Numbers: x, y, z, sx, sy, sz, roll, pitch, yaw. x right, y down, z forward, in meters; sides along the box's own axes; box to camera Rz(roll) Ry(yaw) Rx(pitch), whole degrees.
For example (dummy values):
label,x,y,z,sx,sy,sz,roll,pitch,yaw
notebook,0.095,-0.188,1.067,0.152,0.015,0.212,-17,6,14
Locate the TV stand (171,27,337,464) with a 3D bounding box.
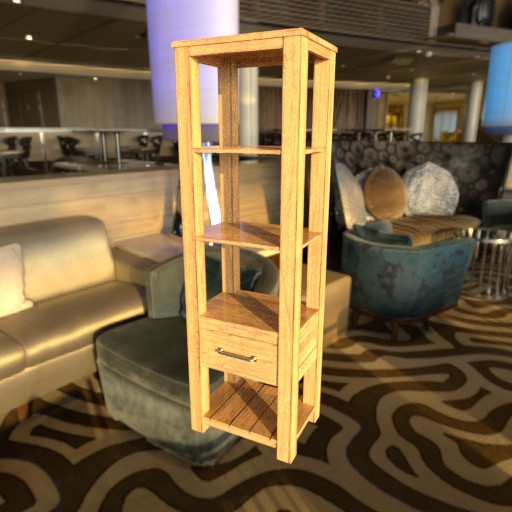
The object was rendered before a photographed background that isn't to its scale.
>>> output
label,x,y,z,sx,sy,sz,roll,pitch,yaw
TV stand,0.000,0.000,2.085,0.565,1.828,0.435,8,18,26
